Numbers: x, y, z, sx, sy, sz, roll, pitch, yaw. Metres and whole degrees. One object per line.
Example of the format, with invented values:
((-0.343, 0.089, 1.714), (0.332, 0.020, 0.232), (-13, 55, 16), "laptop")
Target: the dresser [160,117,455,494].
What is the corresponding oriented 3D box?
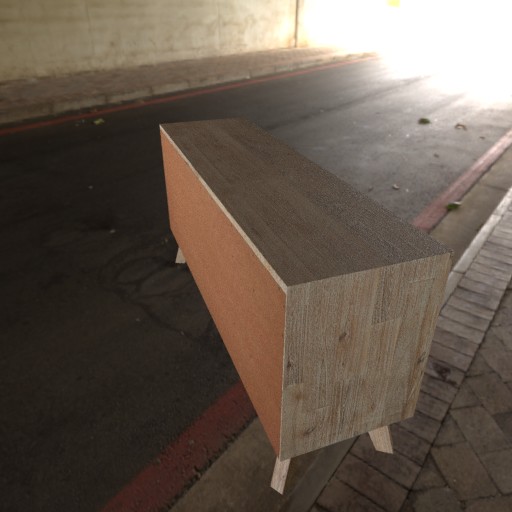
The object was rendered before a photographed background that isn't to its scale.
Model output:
((0.000, 0.000, 1.875), (0.455, 0.788, 1.602), (-10, 31, -18), "dresser")
